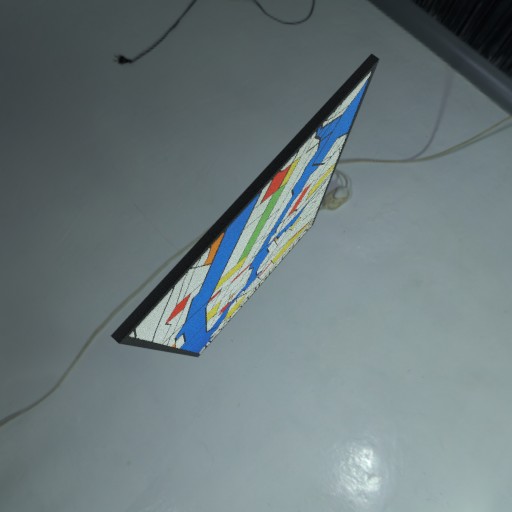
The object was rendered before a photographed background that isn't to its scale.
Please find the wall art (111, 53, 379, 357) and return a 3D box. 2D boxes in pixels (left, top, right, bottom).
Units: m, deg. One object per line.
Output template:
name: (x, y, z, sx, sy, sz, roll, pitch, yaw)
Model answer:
wall art: (0.000, 0.000, 0.827, 0.013, 0.657, 0.457, 40, 79, 9)
